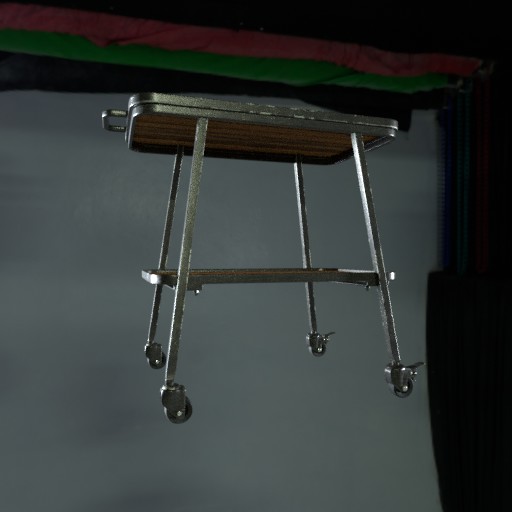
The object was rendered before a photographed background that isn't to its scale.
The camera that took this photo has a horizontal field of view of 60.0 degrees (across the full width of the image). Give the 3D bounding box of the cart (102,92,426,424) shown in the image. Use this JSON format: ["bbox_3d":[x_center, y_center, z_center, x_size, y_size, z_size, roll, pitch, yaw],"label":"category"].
[{"bbox_3d":[0.000,0.000,1.233,0.806,0.700,0.515,0,0,-18],"label":"cart"}]
